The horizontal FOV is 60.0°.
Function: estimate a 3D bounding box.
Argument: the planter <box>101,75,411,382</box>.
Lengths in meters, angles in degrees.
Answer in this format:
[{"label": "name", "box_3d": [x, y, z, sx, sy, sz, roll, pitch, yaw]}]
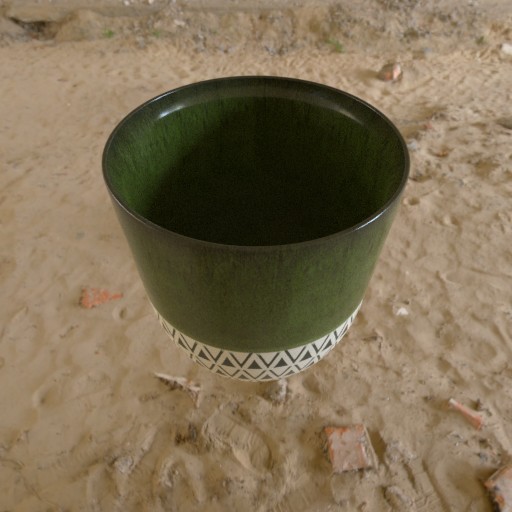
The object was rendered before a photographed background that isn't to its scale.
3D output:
[{"label": "planter", "box_3d": [0.000, 0.000, 0.458, 0.245, 0.270, 0.245, 0, 47, 0]}]
